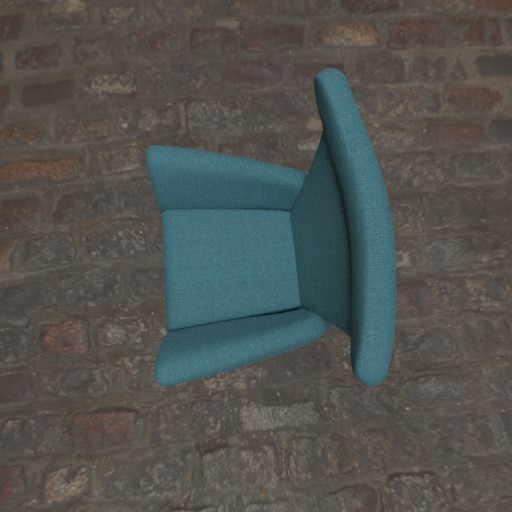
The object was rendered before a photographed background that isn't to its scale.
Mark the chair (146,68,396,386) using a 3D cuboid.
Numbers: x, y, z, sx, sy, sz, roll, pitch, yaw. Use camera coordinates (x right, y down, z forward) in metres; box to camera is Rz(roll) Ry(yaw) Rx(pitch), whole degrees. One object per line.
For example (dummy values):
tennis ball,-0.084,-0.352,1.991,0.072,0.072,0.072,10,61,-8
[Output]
chair,0.000,0.000,1.808,0.900,0.980,1.050,-5,76,-1
